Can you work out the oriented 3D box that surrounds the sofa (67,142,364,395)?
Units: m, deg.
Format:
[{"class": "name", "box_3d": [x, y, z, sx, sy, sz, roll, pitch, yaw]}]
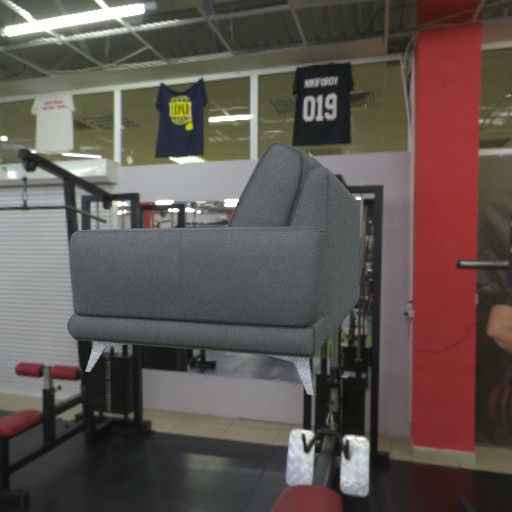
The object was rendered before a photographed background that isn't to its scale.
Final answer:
[{"class": "sofa", "box_3d": [0.000, 0.000, 2.413, 1.018, 0.907, 1.806, 0, 1, 18]}]
